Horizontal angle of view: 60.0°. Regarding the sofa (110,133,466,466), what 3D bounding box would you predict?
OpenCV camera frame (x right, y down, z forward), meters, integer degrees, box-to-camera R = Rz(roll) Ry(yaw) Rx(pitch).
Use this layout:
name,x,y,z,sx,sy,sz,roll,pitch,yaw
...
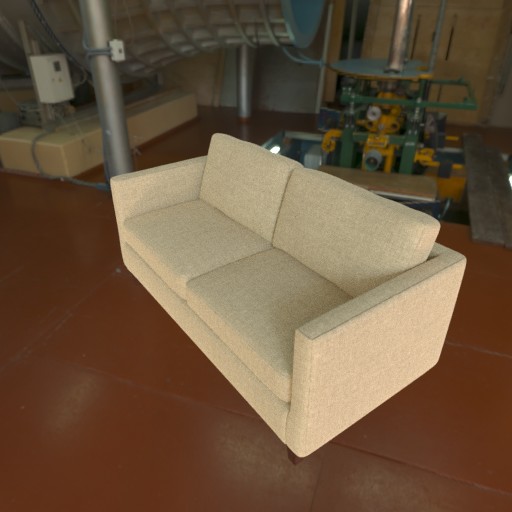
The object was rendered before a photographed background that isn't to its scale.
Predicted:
name,x,y,z,sx,sy,sz,roll,pitch,yaw
sofa,0.000,0.000,2.467,0.950,0.963,1.884,-21,37,-30
